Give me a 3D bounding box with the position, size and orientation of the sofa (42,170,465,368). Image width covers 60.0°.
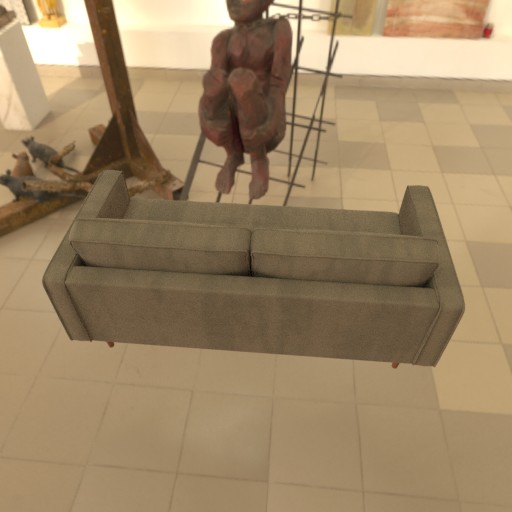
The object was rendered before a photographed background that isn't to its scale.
[{"bbox_3d":[0.000,0.000,2.410,1.920,0.825,0.924,3,46,3],"label":"sofa"}]
